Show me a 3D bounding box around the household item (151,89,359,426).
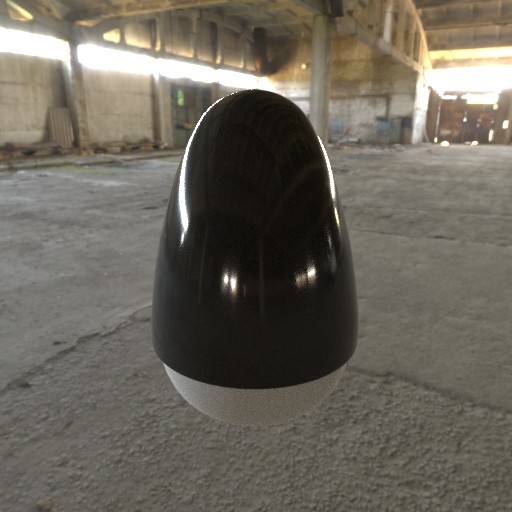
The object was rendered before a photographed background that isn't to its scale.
[{"bbox_3d":[0.000,0.000,0.215,0.102,0.152,0.104,8,19,26],"label":"household item"}]
